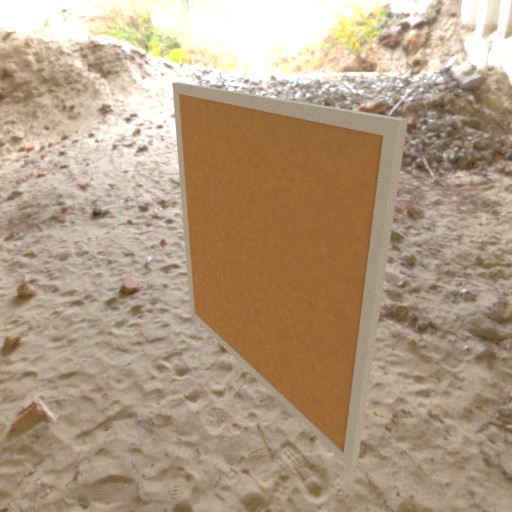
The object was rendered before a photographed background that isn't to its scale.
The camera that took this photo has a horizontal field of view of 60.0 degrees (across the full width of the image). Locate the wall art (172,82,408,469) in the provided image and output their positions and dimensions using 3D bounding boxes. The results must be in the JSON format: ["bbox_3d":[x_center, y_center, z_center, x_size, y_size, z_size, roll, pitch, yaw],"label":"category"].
[{"bbox_3d":[0.000,0.000,0.667,0.012,0.457,0.457,-18,31,-31],"label":"wall art"}]
